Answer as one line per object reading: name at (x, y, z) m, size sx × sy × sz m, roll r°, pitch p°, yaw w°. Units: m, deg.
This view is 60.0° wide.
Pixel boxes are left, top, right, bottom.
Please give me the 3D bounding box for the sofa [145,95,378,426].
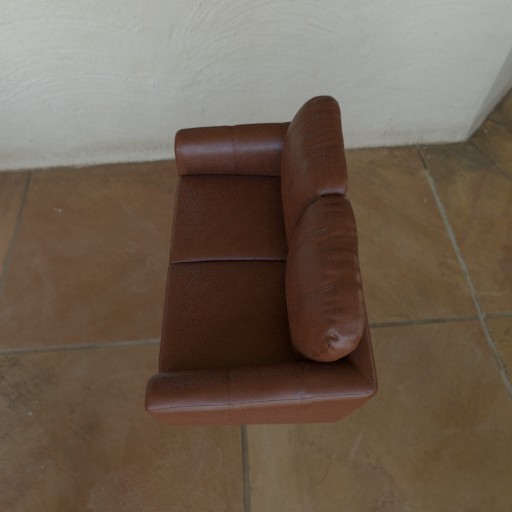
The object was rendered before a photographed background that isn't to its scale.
sofa at (0.000, 0.000, 1.971) m, size 0.805 × 0.906 × 1.406 m, roll -1°, pitch 57°, yaw -1°
